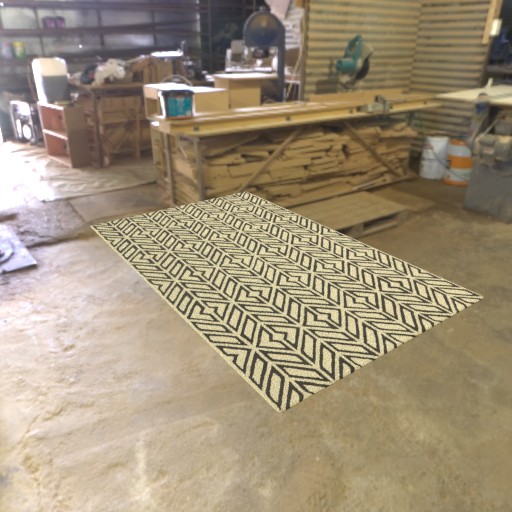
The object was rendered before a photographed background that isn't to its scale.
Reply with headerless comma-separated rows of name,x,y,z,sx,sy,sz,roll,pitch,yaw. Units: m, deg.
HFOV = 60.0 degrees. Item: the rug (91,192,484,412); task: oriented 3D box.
rug,0.000,0.000,3.062,1.523,0.008,2.438,-18,31,-32
